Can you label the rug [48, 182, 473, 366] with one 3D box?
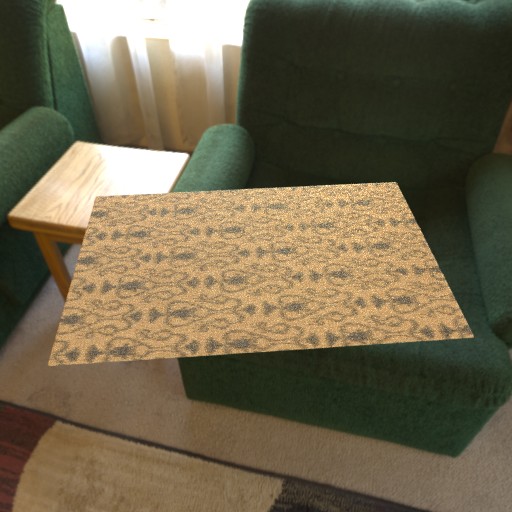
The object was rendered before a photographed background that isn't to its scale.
[{"bbox_3d":[0.000,0.000,2.069,1.652,0.006,1.035,-3,45,-3],"label":"rug"}]
